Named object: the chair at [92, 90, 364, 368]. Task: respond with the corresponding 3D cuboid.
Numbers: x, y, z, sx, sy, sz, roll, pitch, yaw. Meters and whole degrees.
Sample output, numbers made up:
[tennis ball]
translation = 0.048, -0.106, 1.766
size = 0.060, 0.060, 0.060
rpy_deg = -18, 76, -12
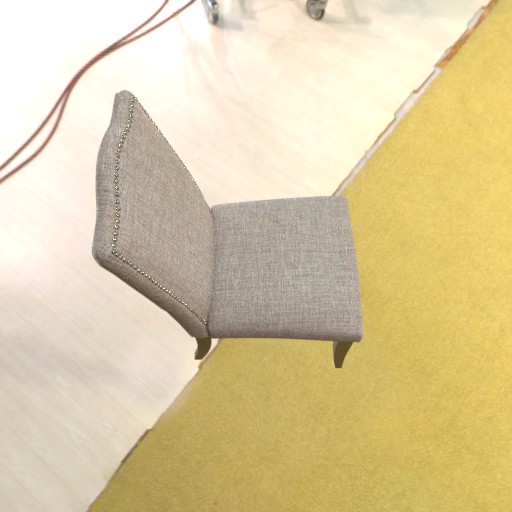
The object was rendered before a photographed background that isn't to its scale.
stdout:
[chair]
translation = 0.000, 0.000, 1.376
size = 0.660, 1.016, 0.513
rpy_deg = -1, 65, 0
